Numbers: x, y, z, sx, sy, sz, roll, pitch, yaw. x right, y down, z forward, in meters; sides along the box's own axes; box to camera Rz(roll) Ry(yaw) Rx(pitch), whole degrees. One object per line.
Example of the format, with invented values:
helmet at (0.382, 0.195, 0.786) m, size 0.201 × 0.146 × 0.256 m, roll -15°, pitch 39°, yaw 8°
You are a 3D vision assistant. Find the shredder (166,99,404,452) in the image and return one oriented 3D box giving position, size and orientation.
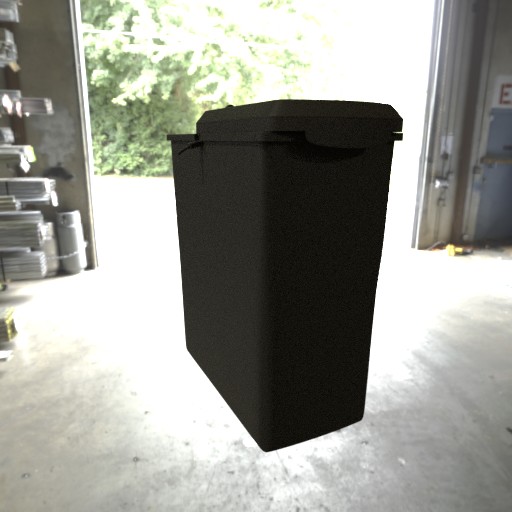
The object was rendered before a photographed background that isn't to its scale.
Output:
shredder at (0.000, 0.000, 0.520) m, size 0.170 × 0.335 × 0.320 m, roll -7°, pitch 16°, yaw -25°
